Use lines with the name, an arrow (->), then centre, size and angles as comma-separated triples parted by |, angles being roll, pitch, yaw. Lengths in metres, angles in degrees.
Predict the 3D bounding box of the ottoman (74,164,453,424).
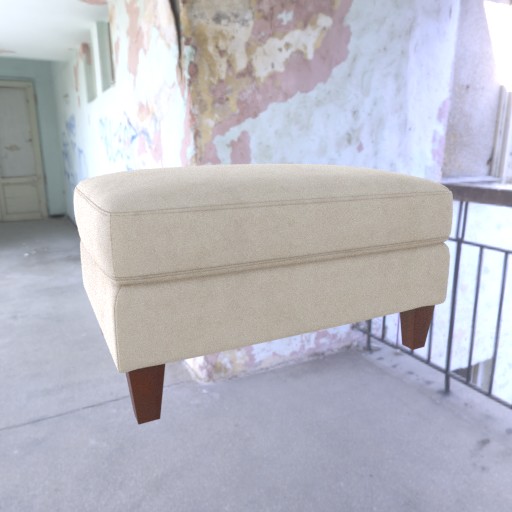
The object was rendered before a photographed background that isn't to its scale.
ottoman -> 0.000, 0.000, 1.198 | 0.864, 0.483, 0.584 | -7, 16, -26
